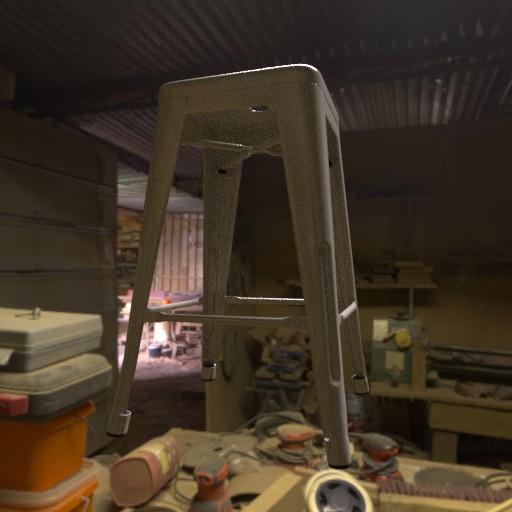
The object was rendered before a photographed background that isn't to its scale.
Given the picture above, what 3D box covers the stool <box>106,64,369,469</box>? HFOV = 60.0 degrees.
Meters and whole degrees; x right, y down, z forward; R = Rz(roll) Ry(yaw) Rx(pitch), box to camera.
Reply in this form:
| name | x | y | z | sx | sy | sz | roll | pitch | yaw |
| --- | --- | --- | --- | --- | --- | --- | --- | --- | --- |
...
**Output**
| name | x | y | z | sx | sy | sz | roll | pitch | yaw |
| --- | --- | --- | --- | --- | --- | --- | --- | --- | --- |
| stool | 0.000 | 0.000 | 0.871 | 0.406 | 0.610 | 0.406 | 0 | -1 | 18 |
